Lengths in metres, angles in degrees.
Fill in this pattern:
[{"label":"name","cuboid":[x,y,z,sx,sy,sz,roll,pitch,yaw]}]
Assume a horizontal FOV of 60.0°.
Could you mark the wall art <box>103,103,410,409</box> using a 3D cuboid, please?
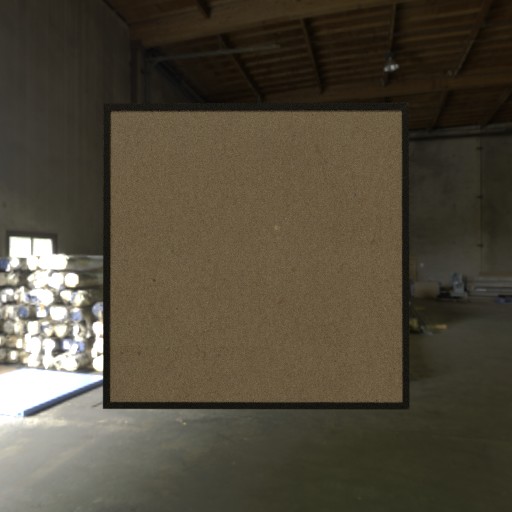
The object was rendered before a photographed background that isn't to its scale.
[{"label":"wall art","cuboid":[0.000,0.000,0.460,0.305,0.305,0.038,0,0,0]}]
